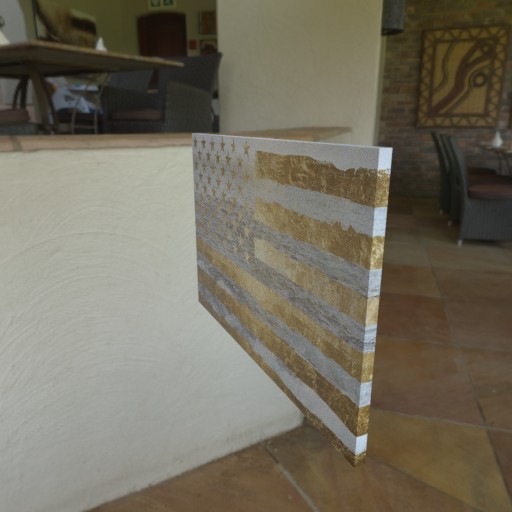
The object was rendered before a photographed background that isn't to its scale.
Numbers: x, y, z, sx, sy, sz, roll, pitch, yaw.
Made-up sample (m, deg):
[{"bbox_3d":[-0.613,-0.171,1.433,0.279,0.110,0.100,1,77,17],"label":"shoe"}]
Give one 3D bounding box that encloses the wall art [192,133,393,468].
[{"bbox_3d":[0.000,0.000,1.185,0.027,0.610,0.932,-8,19,-25],"label":"wall art"}]
